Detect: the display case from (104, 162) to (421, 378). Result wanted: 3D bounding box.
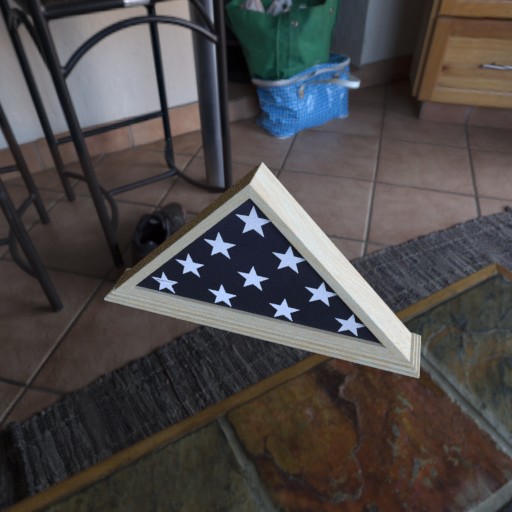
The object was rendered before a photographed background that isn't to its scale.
[{"bbox_3d":[0.000,0.000,0.785,0.640,0.340,0.095,12,43,13],"label":"display case"}]
